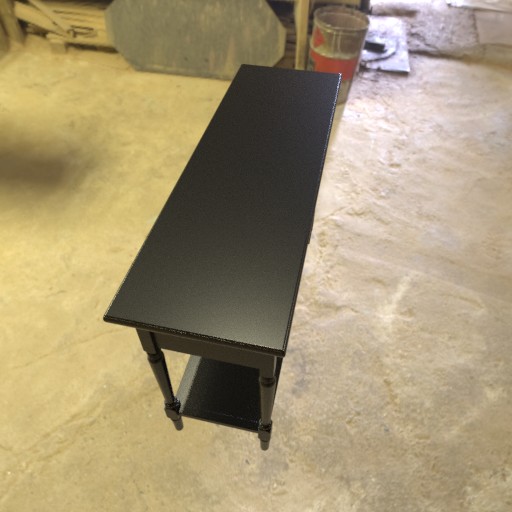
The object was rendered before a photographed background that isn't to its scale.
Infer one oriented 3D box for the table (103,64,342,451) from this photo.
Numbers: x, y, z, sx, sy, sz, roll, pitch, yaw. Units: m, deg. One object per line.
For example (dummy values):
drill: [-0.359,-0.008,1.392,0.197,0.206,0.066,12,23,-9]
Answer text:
table: [0.000,0.000,1.578,0.386,0.819,1.191,10,49,8]
